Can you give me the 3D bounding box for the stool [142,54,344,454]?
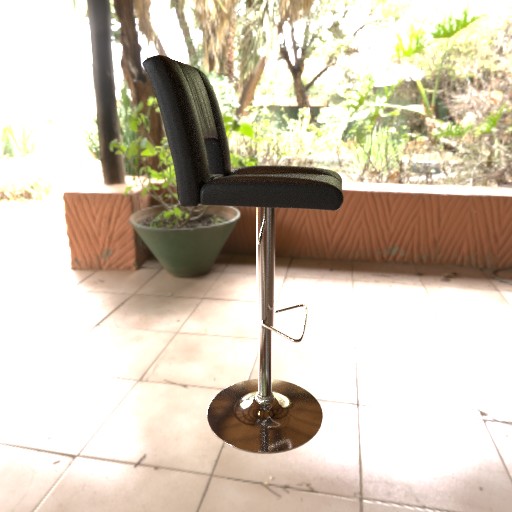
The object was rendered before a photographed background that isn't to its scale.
[{"bbox_3d":[0.000,0.000,1.411,0.520,1.151,0.415,3,17,10],"label":"stool"}]
